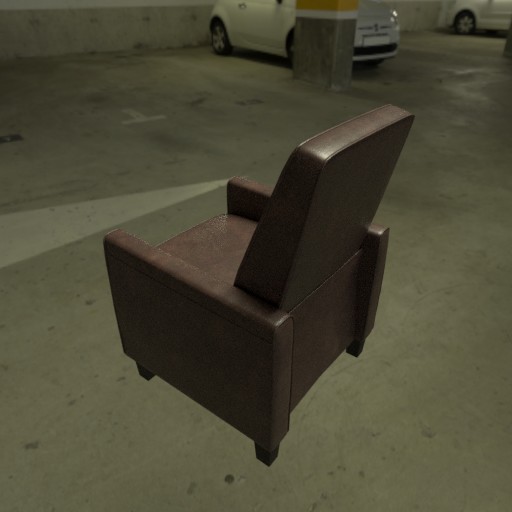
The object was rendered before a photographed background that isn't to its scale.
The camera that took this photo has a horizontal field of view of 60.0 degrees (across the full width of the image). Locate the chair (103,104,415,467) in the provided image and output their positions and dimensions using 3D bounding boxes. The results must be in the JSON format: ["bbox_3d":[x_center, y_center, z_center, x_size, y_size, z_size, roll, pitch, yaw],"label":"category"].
[{"bbox_3d":[0.000,0.000,1.506,0.746,1.013,0.705,22,37,31],"label":"chair"}]
